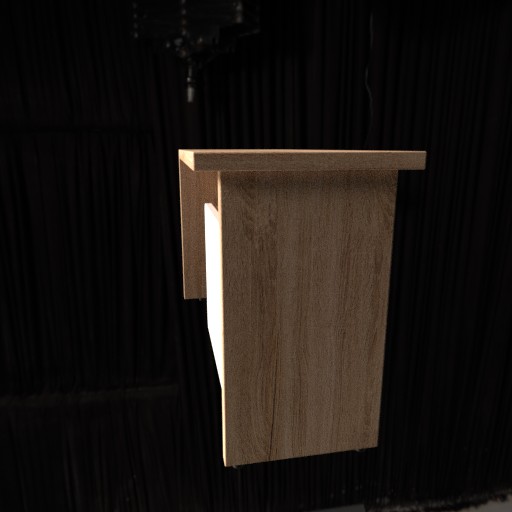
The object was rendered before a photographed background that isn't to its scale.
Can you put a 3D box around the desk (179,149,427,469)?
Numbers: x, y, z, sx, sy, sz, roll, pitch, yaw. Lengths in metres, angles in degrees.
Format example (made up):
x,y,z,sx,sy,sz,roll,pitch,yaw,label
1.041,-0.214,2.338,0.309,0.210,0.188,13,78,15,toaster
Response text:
x,y,z,sx,sy,sz,roll,pitch,yaw,label
0.000,0.000,1.615,0.500,0.750,1.300,-3,14,-11,desk
